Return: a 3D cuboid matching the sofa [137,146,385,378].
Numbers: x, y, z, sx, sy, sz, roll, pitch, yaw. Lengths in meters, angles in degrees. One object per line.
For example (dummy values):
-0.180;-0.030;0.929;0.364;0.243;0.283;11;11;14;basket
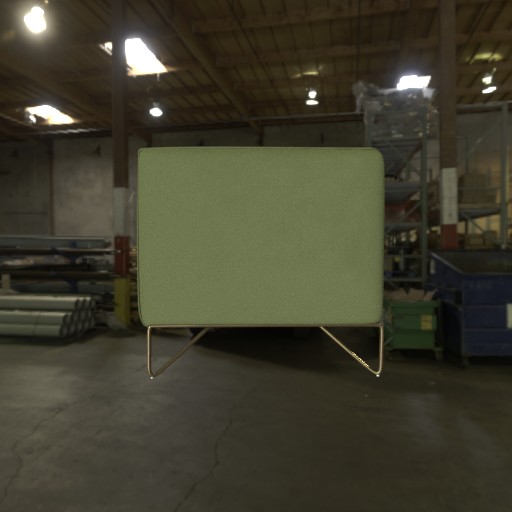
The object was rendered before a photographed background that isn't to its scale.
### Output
0.000;0.000;2.522;0.867;0.789;2.087;0;1;-1;sofa
